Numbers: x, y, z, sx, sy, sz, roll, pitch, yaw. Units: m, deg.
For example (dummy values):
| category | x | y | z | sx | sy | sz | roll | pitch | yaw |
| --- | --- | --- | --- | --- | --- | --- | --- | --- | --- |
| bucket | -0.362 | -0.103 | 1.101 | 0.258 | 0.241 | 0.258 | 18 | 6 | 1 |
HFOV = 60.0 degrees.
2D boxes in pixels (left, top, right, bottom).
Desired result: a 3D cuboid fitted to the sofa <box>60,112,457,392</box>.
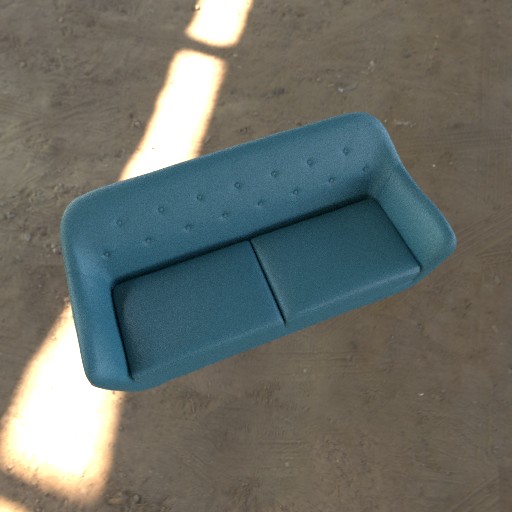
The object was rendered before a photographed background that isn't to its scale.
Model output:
| category | x | y | z | sx | sy | sz | roll | pitch | yaw |
| --- | --- | --- | --- | --- | --- | --- | --- | --- | --- |
| sofa | 0.000 | 0.000 | 2.322 | 1.840 | 0.836 | 0.820 | -19 | 65 | -9 |
